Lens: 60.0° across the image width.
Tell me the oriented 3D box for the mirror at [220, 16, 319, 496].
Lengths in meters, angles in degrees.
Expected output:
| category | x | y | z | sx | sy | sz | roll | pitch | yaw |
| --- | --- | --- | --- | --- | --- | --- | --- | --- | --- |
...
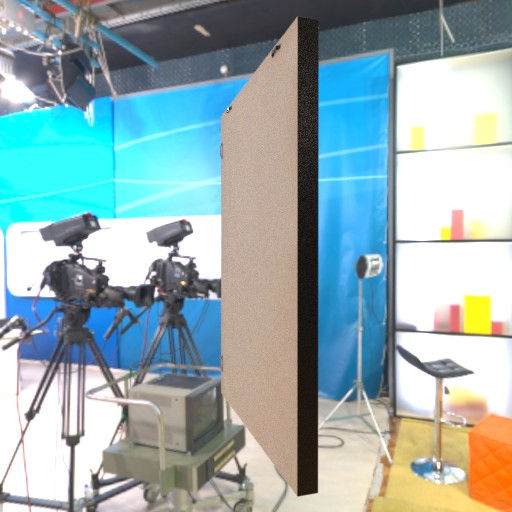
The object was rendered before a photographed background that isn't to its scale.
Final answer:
| category | x | y | z | sx | sy | sz | roll | pitch | yaw |
| --- | --- | --- | --- | --- | --- | --- | --- | --- | --- |
| mirror | 0.000 | 0.000 | 0.901 | 0.039 | 0.710 | 0.507 | 0 | 1 | -17 |
